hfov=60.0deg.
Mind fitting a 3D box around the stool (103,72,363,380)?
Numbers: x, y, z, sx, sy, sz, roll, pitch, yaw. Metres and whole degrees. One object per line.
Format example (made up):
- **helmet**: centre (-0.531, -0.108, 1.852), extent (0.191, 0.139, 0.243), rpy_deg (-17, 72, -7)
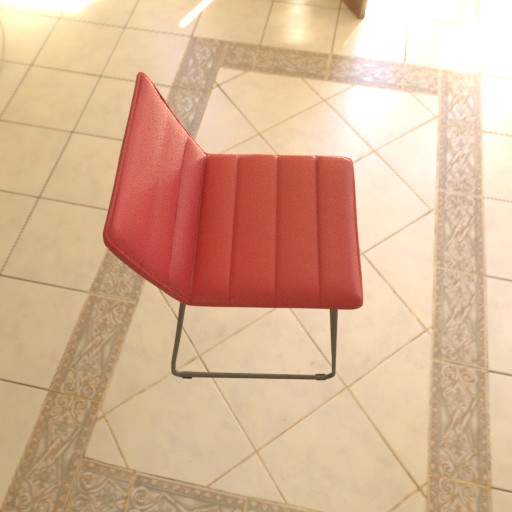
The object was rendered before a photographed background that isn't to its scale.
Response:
- **stool**: centre (0.000, 0.000, 1.167), extent (0.524, 0.866, 0.489), rpy_deg (2, 64, 1)
